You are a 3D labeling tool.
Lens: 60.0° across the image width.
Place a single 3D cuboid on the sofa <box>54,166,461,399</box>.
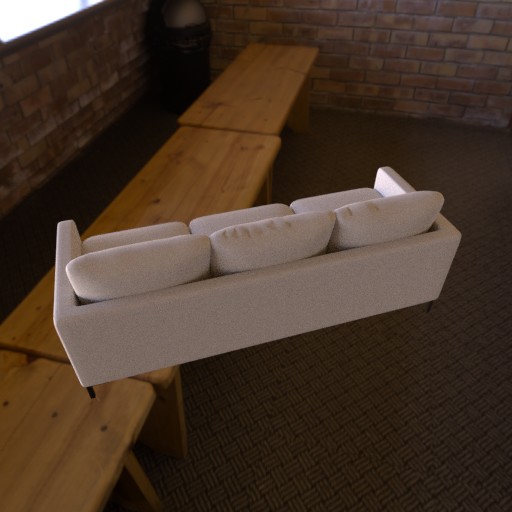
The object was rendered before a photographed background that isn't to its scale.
[{"bbox_3d":[0.000,0.000,2.725,2.218,0.874,0.859,-12,42,-13],"label":"sofa"}]
